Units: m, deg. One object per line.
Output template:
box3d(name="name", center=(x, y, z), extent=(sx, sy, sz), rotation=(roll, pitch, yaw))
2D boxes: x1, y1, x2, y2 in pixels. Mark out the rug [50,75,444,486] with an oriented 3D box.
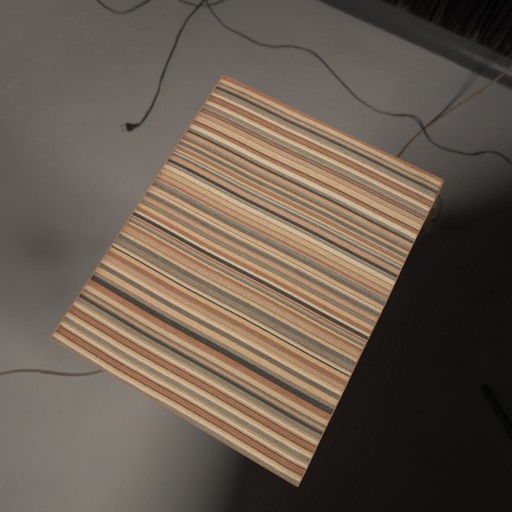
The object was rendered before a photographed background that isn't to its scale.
box3d(name="rug", center=(0.000, 0.000, 4.048), extent=(2.436, 0.011, 3.045), rotation=(28, 77, 7))
